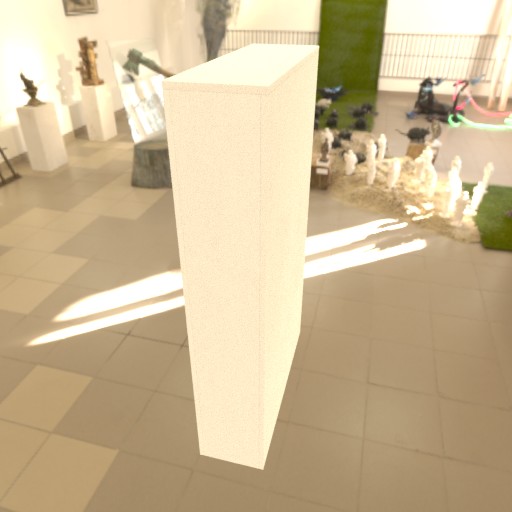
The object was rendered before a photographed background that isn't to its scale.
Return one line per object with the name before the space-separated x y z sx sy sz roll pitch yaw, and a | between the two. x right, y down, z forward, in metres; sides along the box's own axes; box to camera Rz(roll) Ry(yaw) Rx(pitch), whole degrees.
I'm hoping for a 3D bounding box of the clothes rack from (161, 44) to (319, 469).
clothes rack | 0.000 0.000 1.564 0.250 1.280 0.750 8 32 13
